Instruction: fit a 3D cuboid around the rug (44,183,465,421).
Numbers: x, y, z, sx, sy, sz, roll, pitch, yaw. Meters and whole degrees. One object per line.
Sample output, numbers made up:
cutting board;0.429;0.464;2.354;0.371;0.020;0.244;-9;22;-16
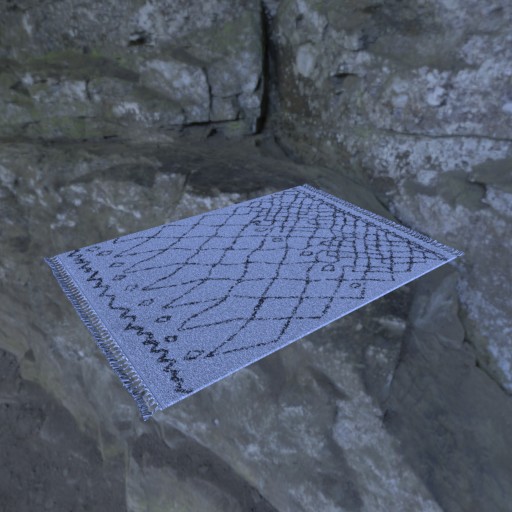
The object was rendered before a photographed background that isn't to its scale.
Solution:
rug;0.000;0.000;2.963;2.312;0.017;1.613;-20;36;-31
